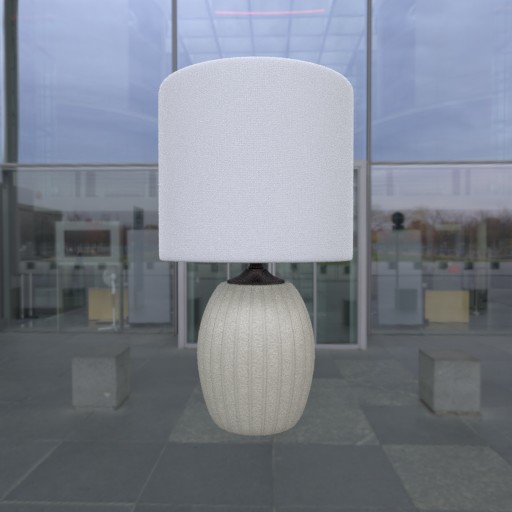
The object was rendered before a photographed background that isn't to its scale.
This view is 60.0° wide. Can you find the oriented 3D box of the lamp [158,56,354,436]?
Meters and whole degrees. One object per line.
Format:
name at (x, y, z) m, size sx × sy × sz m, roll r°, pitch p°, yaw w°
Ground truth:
lamp at (0.000, 0.000, 0.769) m, size 0.329 × 0.570 × 0.329 m, roll 0°, pitch 1°, yaw 17°
